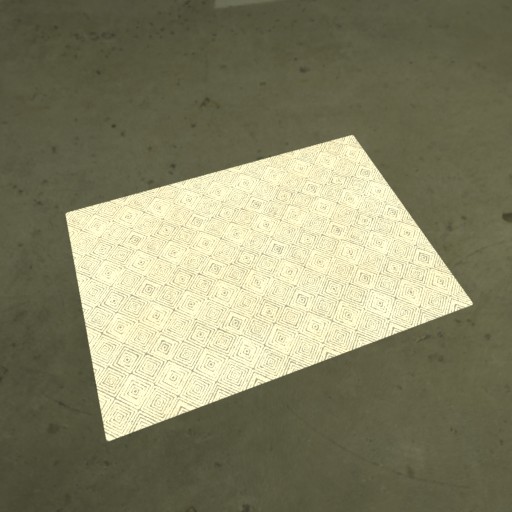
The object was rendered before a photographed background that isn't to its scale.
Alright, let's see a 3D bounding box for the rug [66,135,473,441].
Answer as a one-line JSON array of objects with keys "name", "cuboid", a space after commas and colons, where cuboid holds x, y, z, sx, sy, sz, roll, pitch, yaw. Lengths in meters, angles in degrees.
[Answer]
[{"name": "rug", "cuboid": [0.000, 0.000, 2.899, 2.238, 0.008, 1.593, -18, 59, -11]}]
